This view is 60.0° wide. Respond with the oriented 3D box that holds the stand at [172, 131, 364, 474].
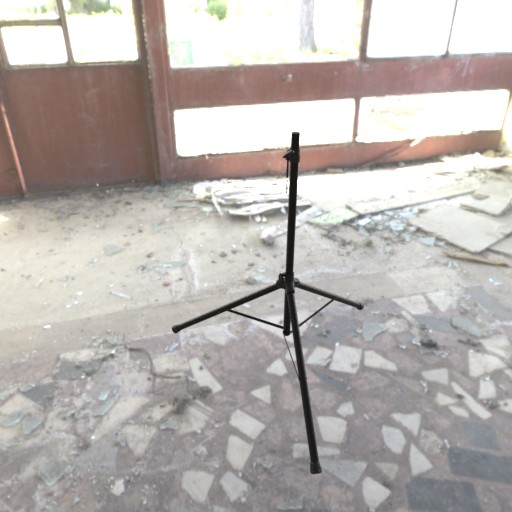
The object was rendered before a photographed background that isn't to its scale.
[{"bbox_3d":[0.000,0.000,2.788,1.339,1.595,1.596,11,32,18],"label":"stand"}]
